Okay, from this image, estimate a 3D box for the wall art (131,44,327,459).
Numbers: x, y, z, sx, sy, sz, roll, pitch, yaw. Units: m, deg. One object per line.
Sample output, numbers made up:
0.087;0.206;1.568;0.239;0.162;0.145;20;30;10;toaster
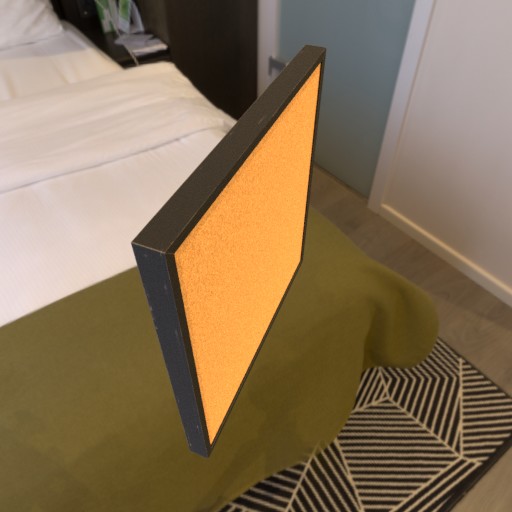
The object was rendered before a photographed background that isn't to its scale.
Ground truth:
0.000;0.000;0.744;0.036;0.506;0.506;17;48;16;wall art
